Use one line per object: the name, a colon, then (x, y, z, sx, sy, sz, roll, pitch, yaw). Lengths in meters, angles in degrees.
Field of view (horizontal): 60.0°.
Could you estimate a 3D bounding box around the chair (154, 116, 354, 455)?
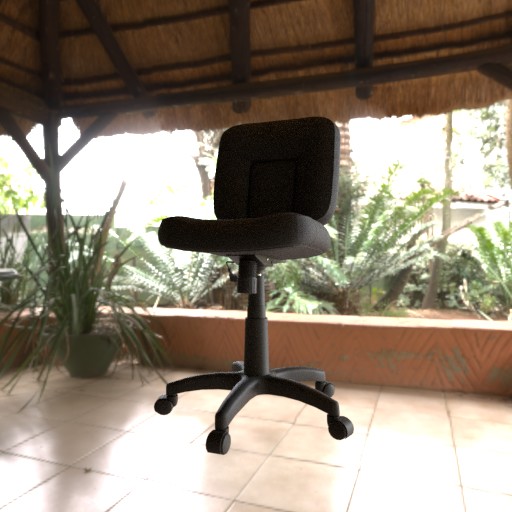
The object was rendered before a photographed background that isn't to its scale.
chair: (0.000, 0.000, 1.353, 0.610, 0.972, 0.610, 0, 0, 20)
